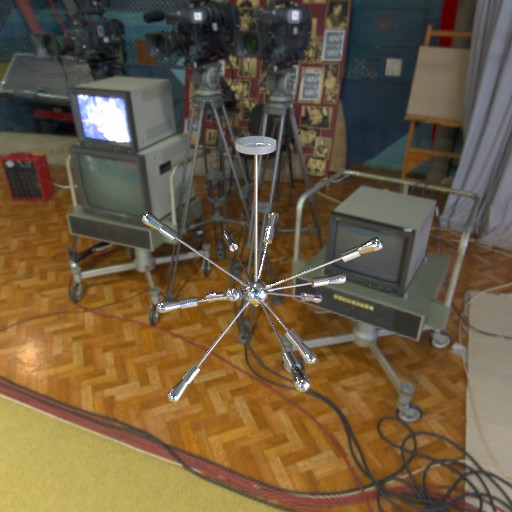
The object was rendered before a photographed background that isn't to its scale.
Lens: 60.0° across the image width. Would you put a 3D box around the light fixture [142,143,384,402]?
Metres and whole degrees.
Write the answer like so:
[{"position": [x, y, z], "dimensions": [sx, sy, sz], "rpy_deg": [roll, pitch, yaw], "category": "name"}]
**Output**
[{"position": [0.000, 0.000, 1.077], "dimensions": [0.509, 0.558, 0.684], "rpy_deg": [-8, 31, -14], "category": "light fixture"}]
